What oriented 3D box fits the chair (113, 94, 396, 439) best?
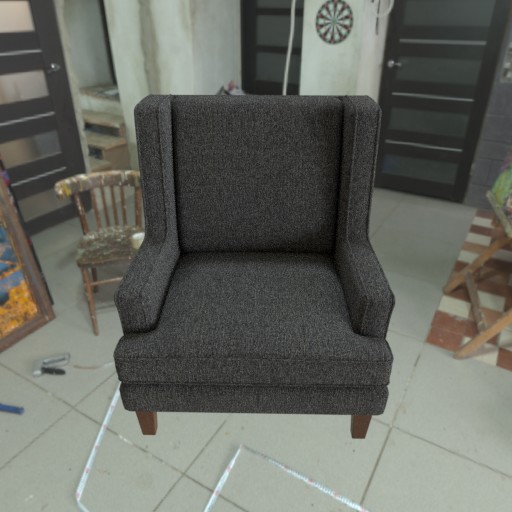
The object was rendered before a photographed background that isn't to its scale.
[{"bbox_3d":[0.000,0.000,1.760,0.942,1.082,0.927,1,30,1],"label":"chair"}]
